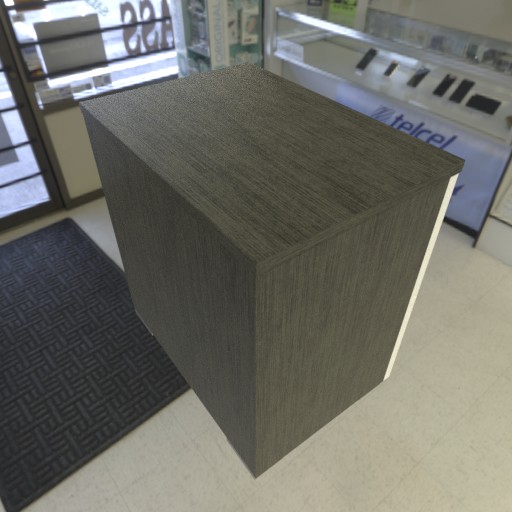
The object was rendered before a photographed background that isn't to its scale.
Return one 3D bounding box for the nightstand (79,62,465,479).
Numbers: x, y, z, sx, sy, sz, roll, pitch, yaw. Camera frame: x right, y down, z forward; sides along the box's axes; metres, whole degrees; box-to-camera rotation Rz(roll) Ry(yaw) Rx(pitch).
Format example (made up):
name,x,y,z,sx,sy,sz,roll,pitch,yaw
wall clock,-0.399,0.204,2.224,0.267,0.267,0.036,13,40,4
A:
name,x,y,z,sx,sy,sz,roll,pitch,yaw
nightstand,0.000,0.000,0.745,0.325,0.460,0.441,-26,47,-27
